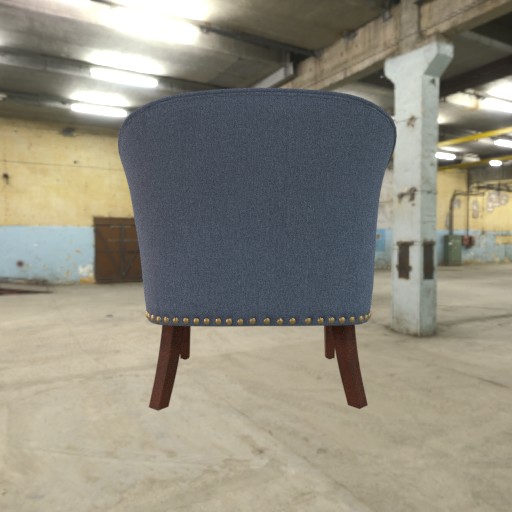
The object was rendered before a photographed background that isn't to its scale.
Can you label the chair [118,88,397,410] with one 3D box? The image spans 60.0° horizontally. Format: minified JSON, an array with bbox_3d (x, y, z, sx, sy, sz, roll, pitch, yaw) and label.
[{"bbox_3d":[0.000,0.000,1.399,0.772,0.815,0.704,0,2,-1],"label":"chair"}]
